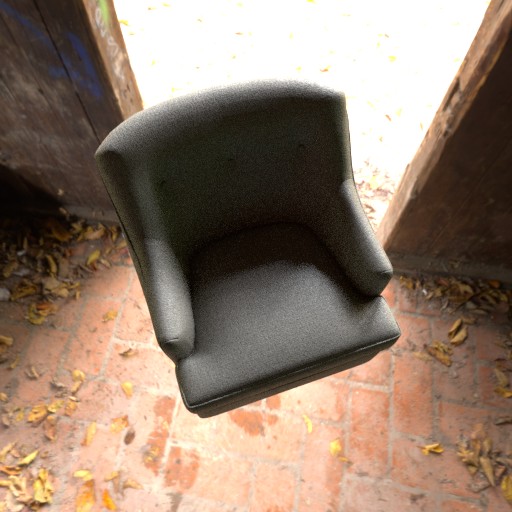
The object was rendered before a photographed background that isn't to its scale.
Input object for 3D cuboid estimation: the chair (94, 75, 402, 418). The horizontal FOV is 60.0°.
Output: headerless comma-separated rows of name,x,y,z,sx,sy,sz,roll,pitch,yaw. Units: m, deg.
chair,0.000,0.000,1.644,0.864,0.856,0.923,-17,64,-8
